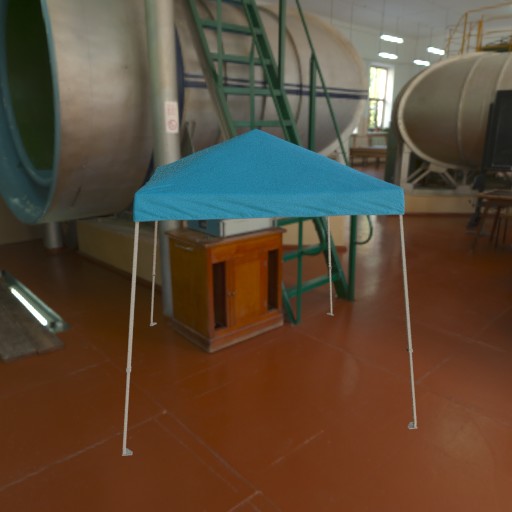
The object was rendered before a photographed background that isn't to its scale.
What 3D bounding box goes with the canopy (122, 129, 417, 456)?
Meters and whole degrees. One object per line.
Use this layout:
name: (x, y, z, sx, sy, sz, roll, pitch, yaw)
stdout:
canopy: (0.000, 0.000, 5.169, 2.849, 2.849, 2.848, -2, 17, -7)
